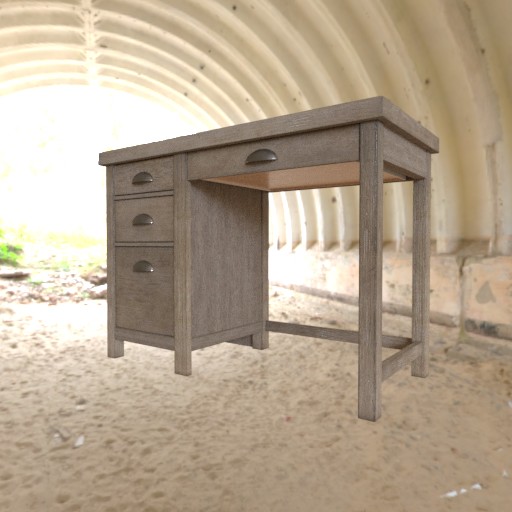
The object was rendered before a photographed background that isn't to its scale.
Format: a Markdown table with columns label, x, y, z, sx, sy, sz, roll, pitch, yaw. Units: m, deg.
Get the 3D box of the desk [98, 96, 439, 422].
| label | x | y | z | sx | sy | sz | roll | pitch | yaw |
| --- | --- | --- | --- | --- | --- | --- | --- | --- | --- |
| desk | 0.000 | 0.000 | 1.838 | 1.289 | 0.912 | 0.610 | 1 | 2 | 36 |
